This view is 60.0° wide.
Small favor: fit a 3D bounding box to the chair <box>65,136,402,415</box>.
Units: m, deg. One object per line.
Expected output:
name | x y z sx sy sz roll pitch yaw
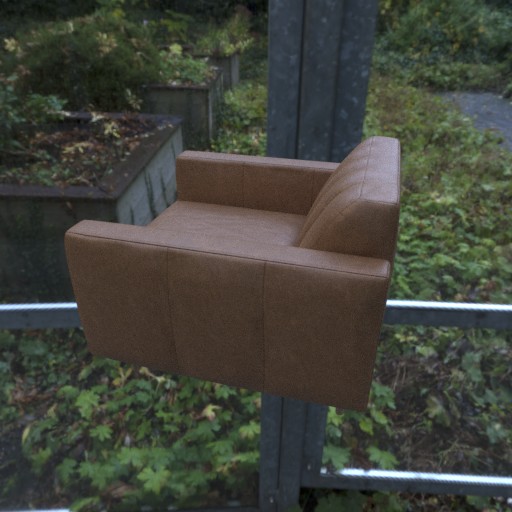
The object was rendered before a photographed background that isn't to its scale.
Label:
chair | 0.000 0.000 1.708 0.998 0.819 0.953 8 31 14
